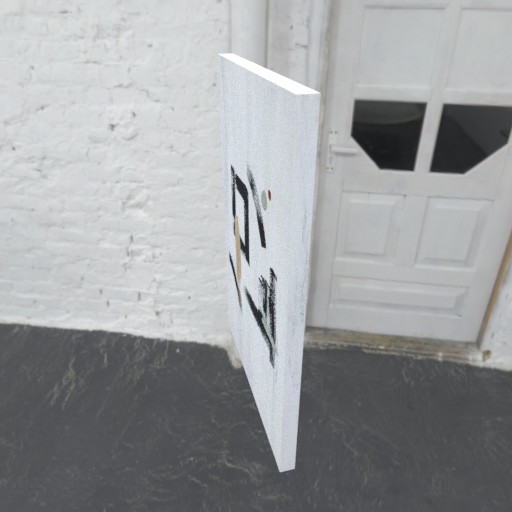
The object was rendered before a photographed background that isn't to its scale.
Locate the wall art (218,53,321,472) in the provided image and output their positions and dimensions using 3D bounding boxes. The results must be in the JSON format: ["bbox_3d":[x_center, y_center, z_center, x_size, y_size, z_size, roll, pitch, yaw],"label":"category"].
[{"bbox_3d":[0.000,0.000,1.162,0.043,0.914,0.624,-8,31,-13],"label":"wall art"}]
